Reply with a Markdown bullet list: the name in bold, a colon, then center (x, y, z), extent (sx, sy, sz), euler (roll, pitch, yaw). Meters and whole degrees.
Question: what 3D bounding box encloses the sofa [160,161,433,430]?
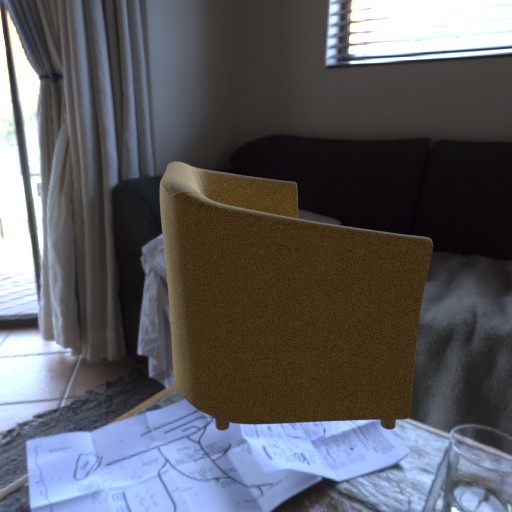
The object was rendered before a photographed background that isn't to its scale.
- **sofa**: center (0.000, 0.000, 1.821), extent (0.705, 0.721, 1.452), euler (-2, 15, -9)
